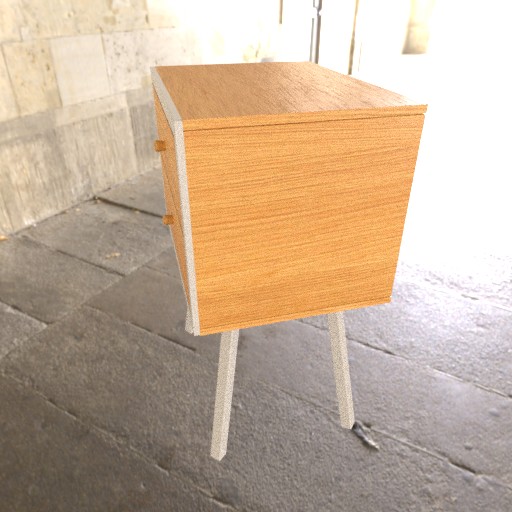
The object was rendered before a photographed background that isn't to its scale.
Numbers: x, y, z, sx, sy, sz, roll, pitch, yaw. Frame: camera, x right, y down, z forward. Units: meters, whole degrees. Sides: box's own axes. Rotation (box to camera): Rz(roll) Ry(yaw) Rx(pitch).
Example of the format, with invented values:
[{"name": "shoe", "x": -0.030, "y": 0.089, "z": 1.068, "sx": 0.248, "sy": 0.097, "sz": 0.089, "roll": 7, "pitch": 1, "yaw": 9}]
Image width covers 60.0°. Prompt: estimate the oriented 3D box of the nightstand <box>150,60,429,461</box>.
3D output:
[{"name": "nightstand", "x": 0.000, "y": 0.000, "z": 0.810, "sx": 0.316, "sy": 0.601, "sz": 0.400, "roll": -8, "pitch": 32, "yaw": -13}]
